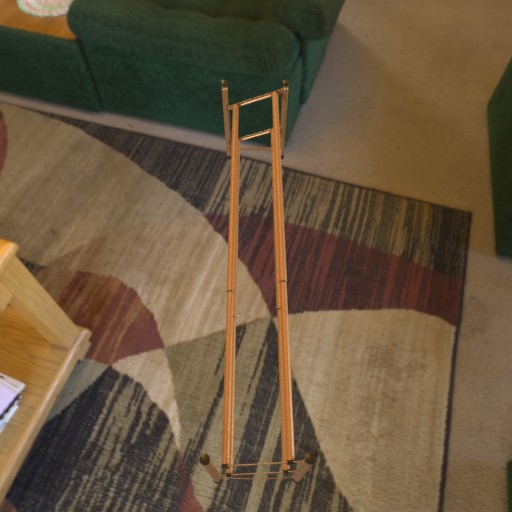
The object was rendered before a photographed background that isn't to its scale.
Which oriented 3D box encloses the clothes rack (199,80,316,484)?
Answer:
[{"bbox_3d":[0.000,0.000,1.307,0.229,0.349,1.168,0,58,0],"label":"clothes rack"}]
